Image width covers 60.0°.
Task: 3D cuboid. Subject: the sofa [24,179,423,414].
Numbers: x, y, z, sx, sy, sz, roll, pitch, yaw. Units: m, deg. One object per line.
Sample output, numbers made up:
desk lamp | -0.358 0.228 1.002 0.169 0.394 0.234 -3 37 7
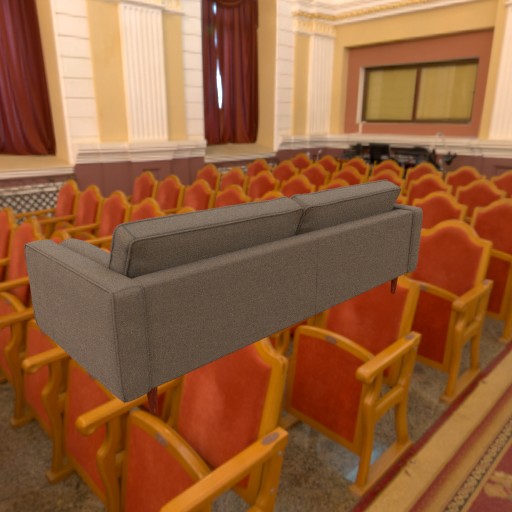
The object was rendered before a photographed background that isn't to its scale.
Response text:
sofa | 0.000 0.000 2.547 2.198 0.762 0.914 -16 23 -42
